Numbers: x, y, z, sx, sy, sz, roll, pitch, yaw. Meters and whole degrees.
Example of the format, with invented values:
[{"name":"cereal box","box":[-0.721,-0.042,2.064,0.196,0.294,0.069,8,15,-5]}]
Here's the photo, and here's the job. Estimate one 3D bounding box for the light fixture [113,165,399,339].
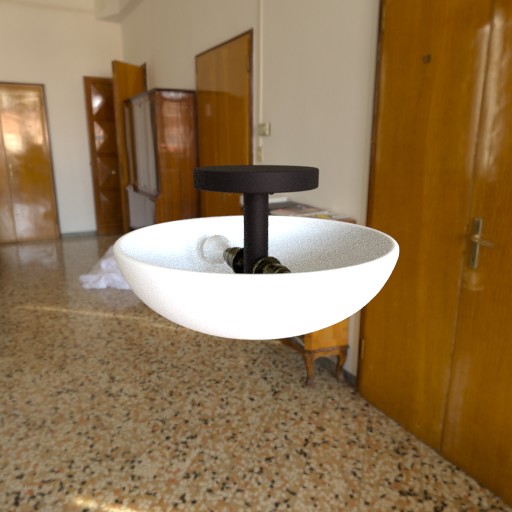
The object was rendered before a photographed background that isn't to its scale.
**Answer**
[{"name":"light fixture","box":[0.000,0.000,0.542,0.331,0.212,0.331,0,14,0]}]
